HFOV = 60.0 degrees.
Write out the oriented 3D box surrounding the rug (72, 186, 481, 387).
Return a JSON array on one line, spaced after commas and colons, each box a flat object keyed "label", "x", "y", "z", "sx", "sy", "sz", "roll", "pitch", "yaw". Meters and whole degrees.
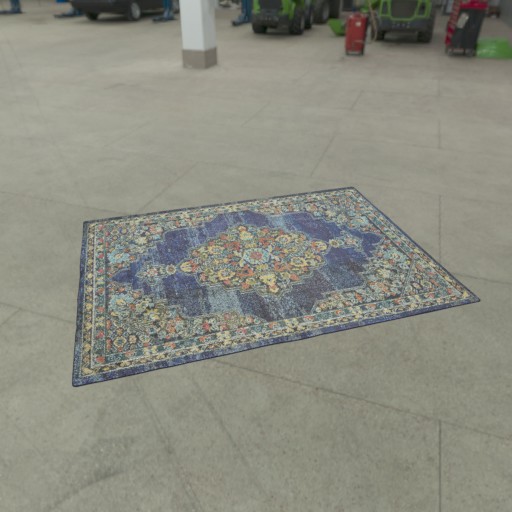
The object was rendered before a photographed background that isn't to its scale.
[{"label": "rug", "x": 0.000, "y": 0.000, "z": 2.934, "sx": 2.232, "sy": 0.009, "sz": 1.630, "roll": -9, "pitch": 35, "yaw": -14}]
